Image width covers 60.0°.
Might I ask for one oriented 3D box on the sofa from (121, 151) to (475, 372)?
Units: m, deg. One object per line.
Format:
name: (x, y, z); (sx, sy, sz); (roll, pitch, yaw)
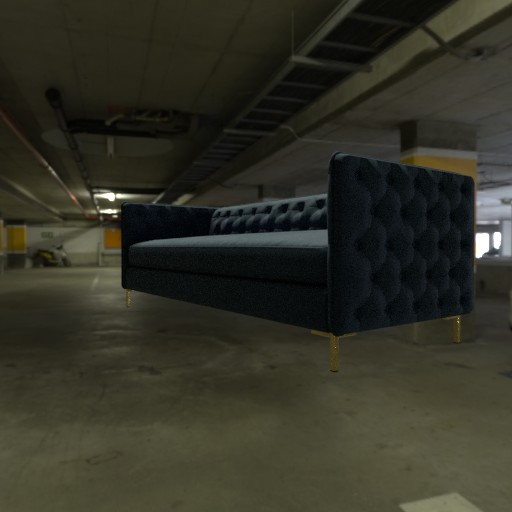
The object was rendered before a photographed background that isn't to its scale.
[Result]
sofa: (0.000, 0.000, 2.617); (0.895, 0.771, 2.209); (-1, 1, -36)
